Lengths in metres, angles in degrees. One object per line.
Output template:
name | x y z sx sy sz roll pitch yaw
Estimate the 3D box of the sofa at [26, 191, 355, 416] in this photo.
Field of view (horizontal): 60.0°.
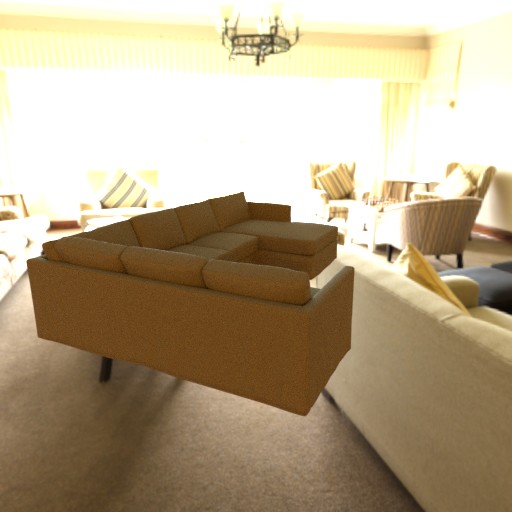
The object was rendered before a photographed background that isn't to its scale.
sofa | 0.000 0.000 4.583 2.427 0.882 3.460 8 18 25
